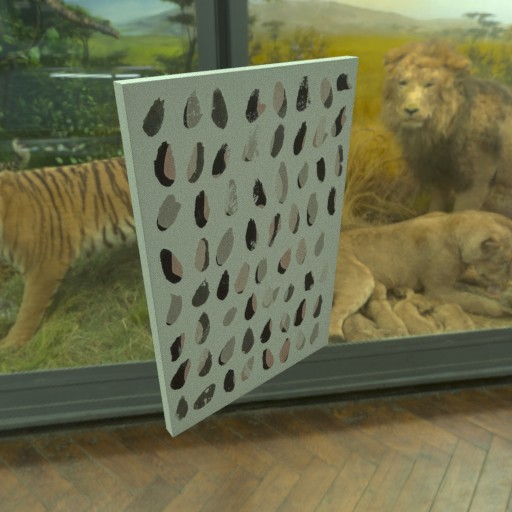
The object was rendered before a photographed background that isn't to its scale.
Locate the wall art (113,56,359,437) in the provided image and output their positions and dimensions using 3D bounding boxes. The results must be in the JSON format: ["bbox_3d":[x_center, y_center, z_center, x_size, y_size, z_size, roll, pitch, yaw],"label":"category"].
[{"bbox_3d":[0.000,0.000,0.769,0.405,0.608,0.025,-22,37,-32],"label":"wall art"}]
